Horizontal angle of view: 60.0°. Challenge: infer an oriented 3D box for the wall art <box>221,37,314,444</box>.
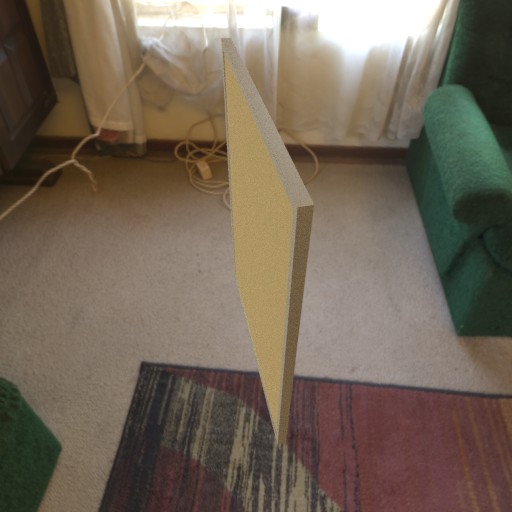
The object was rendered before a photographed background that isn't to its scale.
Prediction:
[{"bbox_3d":[0.000,0.000,1.405,0.034,1.042,0.789,-9,47,-9],"label":"wall art"}]
